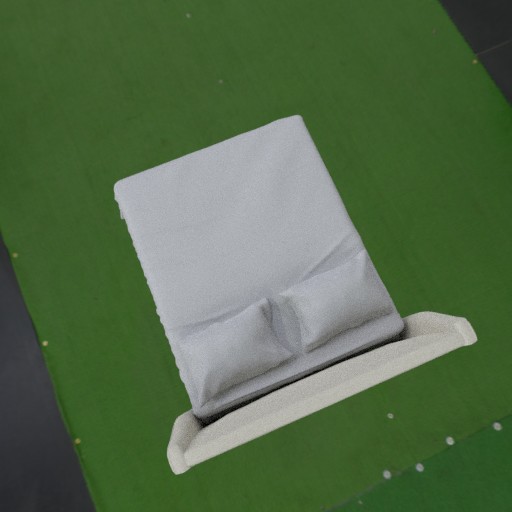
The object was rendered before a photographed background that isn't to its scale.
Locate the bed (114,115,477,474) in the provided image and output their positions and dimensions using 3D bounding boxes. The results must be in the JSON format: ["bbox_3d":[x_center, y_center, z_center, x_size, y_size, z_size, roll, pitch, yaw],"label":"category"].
[{"bbox_3d":[0.000,0.000,3.387,1.925,1.332,2.276,-22,77,-5],"label":"bed"}]
